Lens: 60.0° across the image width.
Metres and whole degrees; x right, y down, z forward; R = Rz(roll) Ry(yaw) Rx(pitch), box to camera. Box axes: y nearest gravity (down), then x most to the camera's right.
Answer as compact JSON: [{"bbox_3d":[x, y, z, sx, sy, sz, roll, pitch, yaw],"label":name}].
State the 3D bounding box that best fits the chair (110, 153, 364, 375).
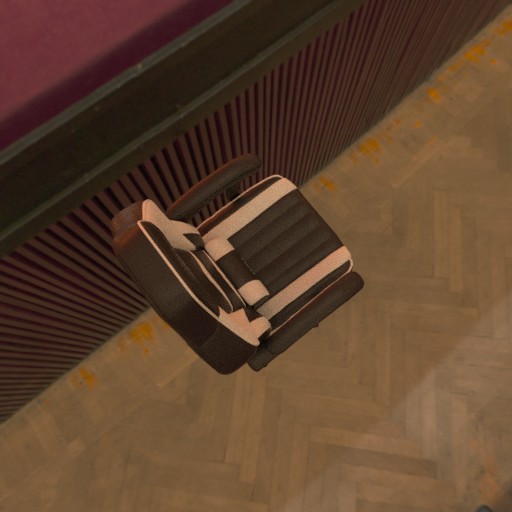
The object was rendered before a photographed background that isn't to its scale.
[{"bbox_3d":[0.000,0.000,1.602,0.700,1.200,0.676,-37,78,-9],"label":"chair"}]
